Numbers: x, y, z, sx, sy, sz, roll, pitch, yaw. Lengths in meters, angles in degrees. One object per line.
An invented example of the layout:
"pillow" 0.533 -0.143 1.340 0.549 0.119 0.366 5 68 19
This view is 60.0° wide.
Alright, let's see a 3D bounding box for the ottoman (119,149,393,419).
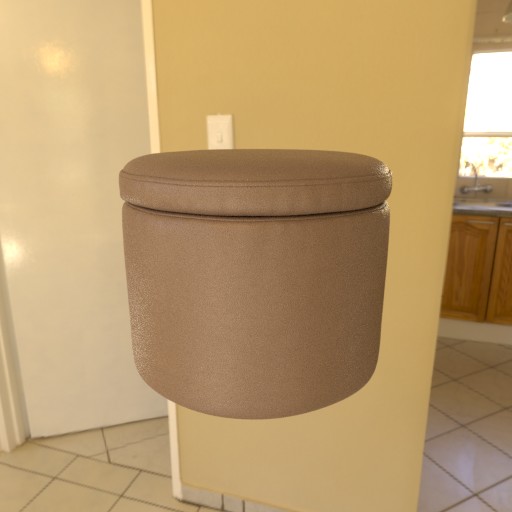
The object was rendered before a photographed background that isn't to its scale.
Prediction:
"ottoman" 0.000 0.000 0.881 0.500 0.409 0.500 0 15 0
